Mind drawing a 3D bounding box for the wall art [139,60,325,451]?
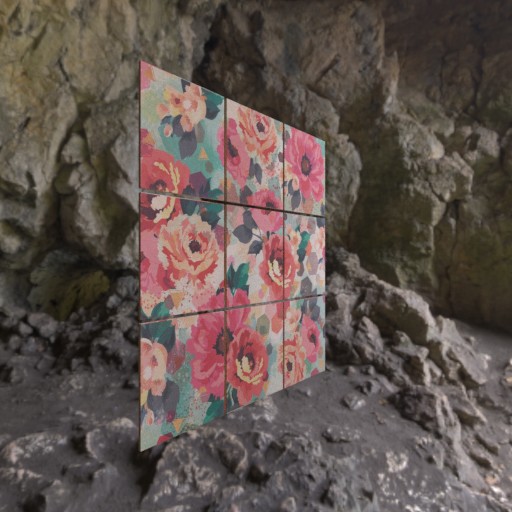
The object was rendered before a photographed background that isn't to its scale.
[{"bbox_3d":[0.000,0.000,2.334,0.013,1.519,1.521,0,0,37],"label":"wall art"}]
